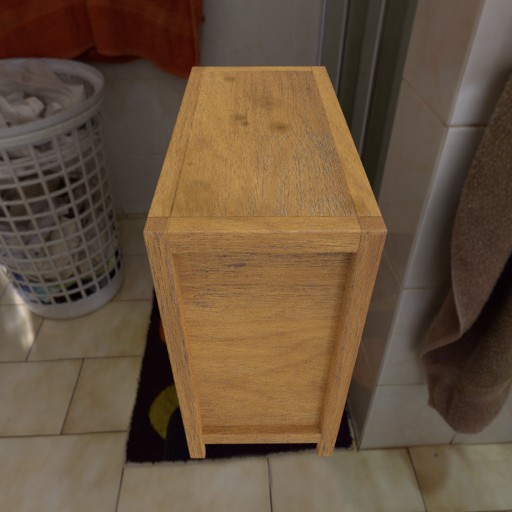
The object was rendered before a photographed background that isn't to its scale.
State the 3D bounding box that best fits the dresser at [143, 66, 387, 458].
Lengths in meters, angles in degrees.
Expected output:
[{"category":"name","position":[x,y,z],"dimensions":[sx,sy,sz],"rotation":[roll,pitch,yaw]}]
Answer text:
[{"category":"dresser","position":[0.000,0.000,1.285],"dimensions":[0.427,0.804,0.804],"rotation":[0,41,0]}]
